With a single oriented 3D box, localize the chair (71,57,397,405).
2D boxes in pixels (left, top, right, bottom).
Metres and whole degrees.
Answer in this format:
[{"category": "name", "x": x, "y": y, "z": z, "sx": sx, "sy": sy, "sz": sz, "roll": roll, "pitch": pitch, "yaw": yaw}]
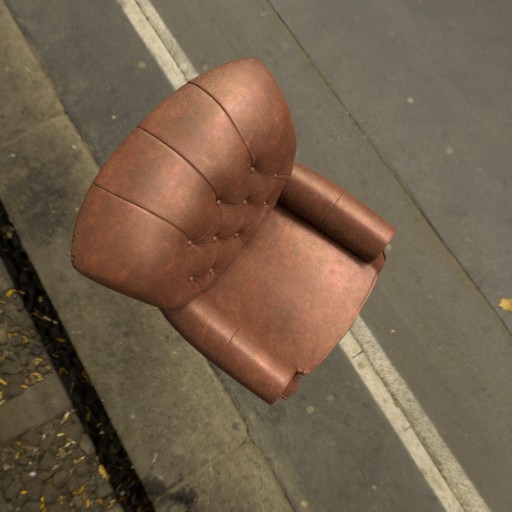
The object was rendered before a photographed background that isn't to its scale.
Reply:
[{"category": "chair", "x": 0.000, "y": 0.000, "z": 1.949, "sx": 1.031, "sy": 1.162, "sz": 0.979, "roll": 36, "pitch": 78, "yaw": 9}]
